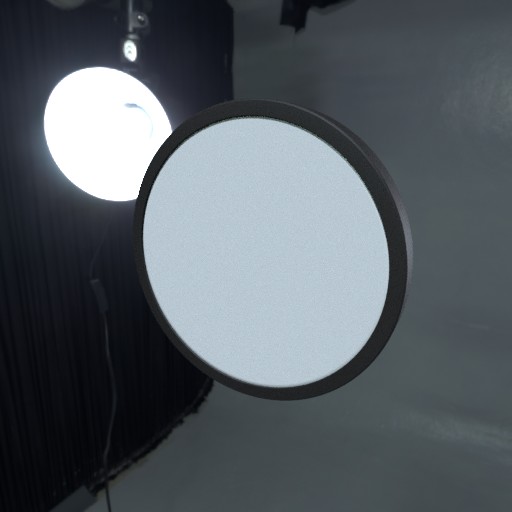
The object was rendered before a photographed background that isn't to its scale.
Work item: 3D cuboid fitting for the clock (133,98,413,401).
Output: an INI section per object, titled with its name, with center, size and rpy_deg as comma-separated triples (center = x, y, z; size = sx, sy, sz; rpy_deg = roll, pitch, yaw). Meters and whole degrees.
[clock]
center = 0.000, 0.000, 0.439
size = 0.293, 0.293, 0.040
rpy_deg = 7, 16, 27
